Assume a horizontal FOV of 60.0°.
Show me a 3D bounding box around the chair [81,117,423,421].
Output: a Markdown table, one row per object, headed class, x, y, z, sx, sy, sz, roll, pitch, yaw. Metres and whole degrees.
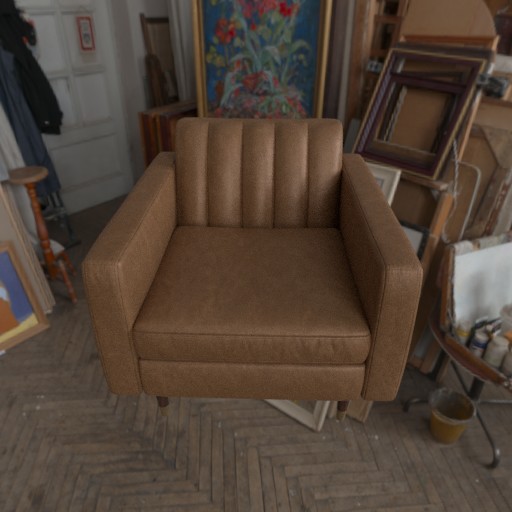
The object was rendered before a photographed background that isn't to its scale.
| class | x | y | z | sx | sy | sz | roll | pitch | yaw |
| --- | --- | --- | --- | --- | --- | --- | --- | --- | --- |
| chair | 0.000 | 0.000 | 1.685 | 0.953 | 0.819 | 0.998 | 1 | 31 | 2 |
